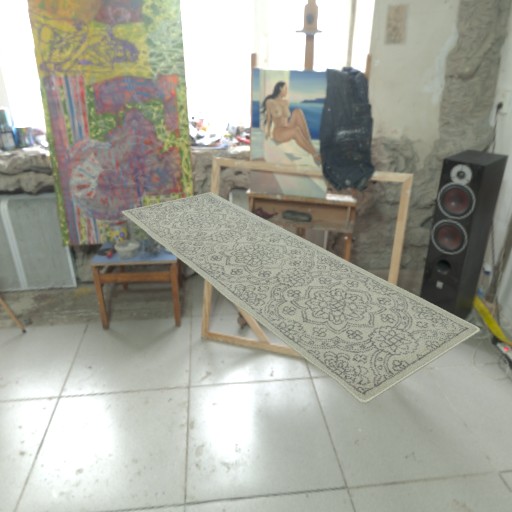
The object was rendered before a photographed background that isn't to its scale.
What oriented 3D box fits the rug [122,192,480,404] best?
[{"bbox_3d":[0.000,0.000,2.700,0.806,0.006,2.431,-18,32,-32],"label":"rug"}]
